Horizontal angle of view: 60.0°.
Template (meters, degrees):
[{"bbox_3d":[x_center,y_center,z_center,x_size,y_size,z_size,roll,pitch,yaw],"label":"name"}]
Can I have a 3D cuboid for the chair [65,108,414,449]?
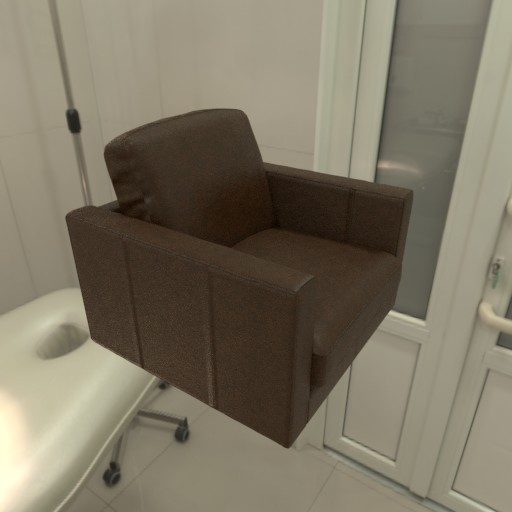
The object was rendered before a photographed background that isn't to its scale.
[{"bbox_3d":[0.000,0.000,1.635,0.909,0.956,0.890,18,32,30],"label":"chair"}]
